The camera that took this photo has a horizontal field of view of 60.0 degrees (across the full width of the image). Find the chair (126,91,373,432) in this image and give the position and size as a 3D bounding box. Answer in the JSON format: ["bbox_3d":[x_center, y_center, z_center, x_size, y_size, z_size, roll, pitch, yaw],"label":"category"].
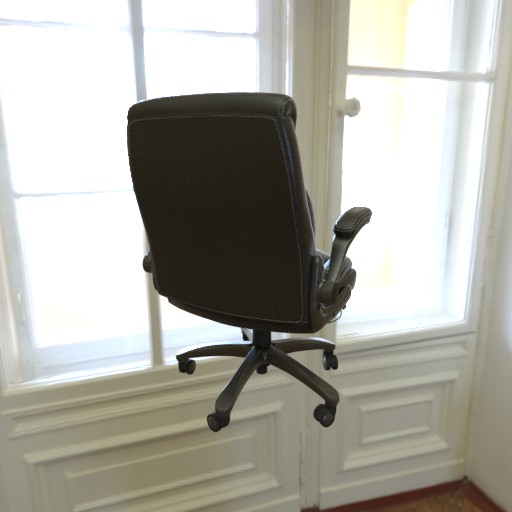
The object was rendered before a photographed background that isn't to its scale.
[{"bbox_3d":[0.000,0.000,1.669,0.782,1.110,0.724,8,17,27],"label":"chair"}]
